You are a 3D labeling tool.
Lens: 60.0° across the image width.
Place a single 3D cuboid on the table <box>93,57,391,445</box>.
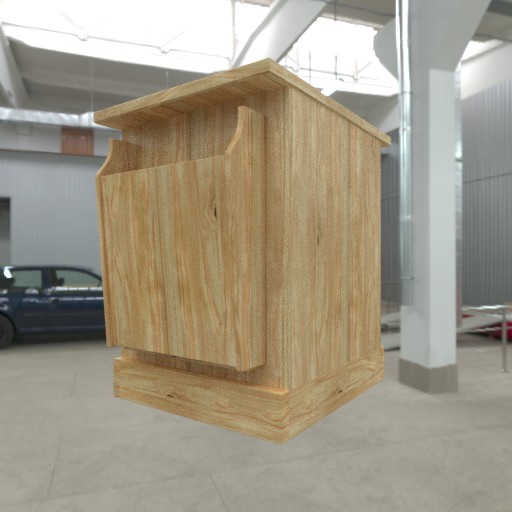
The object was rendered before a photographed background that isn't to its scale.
[{"bbox_3d":[0.000,0.000,0.874,0.380,0.515,0.530,0,0,36],"label":"table"}]
